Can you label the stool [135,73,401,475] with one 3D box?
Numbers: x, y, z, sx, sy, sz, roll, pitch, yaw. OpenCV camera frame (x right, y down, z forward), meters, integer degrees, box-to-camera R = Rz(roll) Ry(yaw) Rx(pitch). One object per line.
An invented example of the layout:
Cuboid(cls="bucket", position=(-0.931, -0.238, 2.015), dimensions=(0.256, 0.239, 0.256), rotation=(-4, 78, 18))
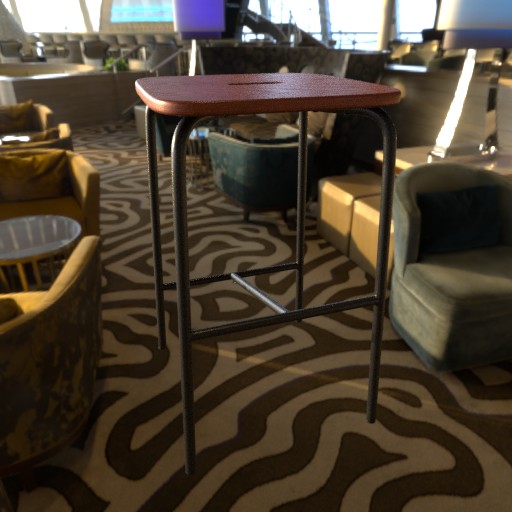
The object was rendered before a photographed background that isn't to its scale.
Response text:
Cuboid(cls="stool", position=(0.000, 0.000, 0.837), dimensions=(0.376, 0.610, 0.376), rotation=(-9, 28, -16))
